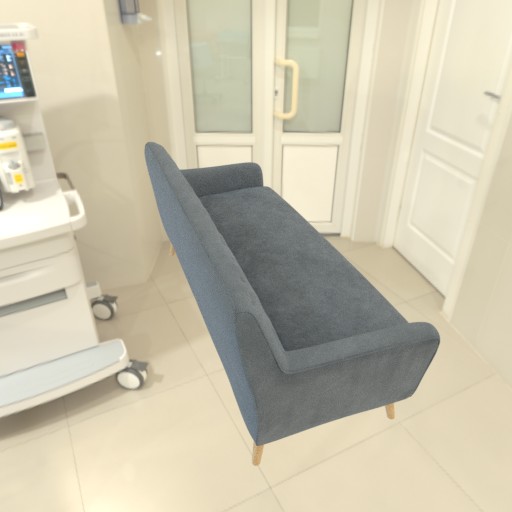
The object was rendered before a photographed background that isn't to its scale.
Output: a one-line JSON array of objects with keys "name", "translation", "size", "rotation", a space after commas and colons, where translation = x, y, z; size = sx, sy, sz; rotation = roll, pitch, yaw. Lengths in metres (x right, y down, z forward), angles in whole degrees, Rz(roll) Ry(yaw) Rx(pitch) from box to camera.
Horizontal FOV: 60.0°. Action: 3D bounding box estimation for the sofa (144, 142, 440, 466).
[{"name": "sofa", "translation": [0.000, 0.000, 2.378], "size": [0.841, 0.832, 1.975], "rotation": [-11, 33, -17]}]
